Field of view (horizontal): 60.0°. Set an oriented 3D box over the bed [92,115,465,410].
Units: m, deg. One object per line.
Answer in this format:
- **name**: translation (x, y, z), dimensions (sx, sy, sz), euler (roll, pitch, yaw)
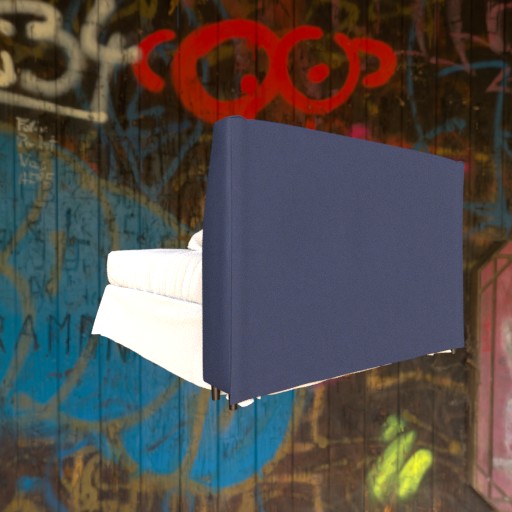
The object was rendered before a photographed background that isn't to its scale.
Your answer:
- **bed**: translation (0.000, 0.000, 3.394), dimensions (1.925, 1.332, 2.276), euler (-1, 2, -36)
